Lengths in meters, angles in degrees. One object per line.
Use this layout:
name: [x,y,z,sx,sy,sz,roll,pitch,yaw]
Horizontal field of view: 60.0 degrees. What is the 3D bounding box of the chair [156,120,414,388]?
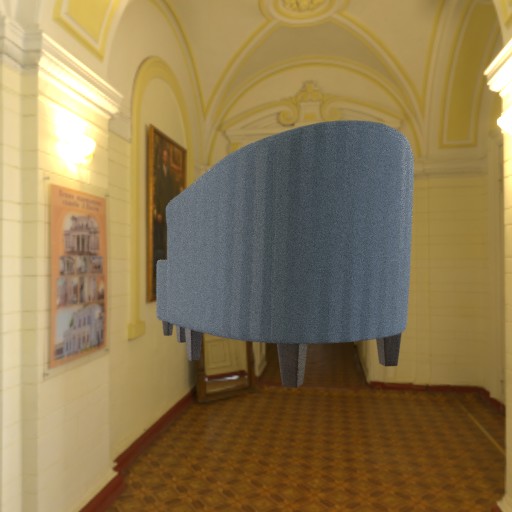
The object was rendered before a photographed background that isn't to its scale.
chair: [0.000,0.000,1.791,0.756,0.757,1.288,1,-1,-36]
